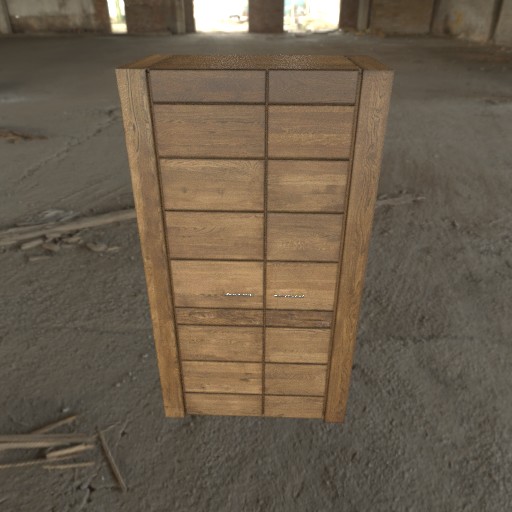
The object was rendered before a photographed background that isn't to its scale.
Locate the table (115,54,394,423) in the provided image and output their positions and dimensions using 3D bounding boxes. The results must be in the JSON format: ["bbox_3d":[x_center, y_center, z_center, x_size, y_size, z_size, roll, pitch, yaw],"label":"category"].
[{"bbox_3d":[0.000,0.000,2.476,1.100,2.000,0.600,1,29,2],"label":"table"}]
